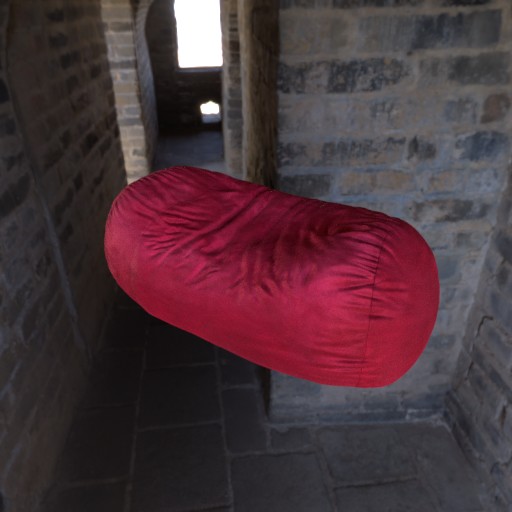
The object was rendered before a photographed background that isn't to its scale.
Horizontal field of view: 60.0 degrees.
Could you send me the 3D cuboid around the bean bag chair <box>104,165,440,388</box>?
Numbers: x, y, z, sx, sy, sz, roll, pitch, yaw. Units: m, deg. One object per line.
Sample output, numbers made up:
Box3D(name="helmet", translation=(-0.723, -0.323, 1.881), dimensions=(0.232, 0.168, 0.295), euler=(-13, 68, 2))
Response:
Box3D(name="bean bag chair", translation=(0.000, 0.000, 2.894), dimensions=(2.293, 0.867, 1.216), euler=(19, 34, 30))
